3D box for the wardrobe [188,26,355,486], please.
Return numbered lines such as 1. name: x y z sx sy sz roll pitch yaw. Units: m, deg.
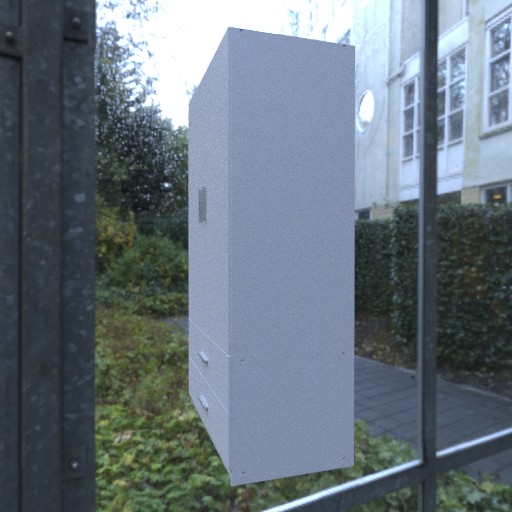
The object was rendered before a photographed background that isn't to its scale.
1. wardrobe: 0.000 0.000 2.291 0.577 1.808 0.991 0 1 -18
